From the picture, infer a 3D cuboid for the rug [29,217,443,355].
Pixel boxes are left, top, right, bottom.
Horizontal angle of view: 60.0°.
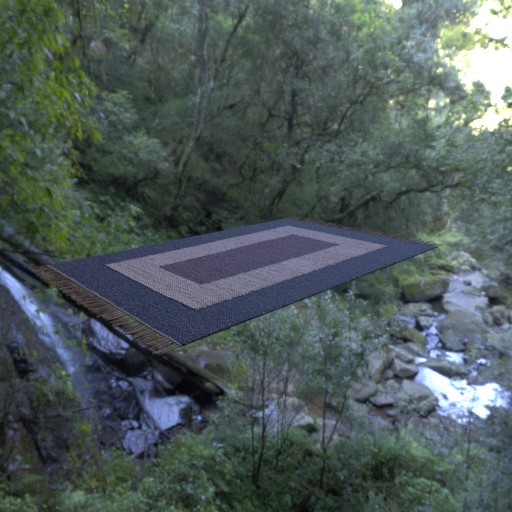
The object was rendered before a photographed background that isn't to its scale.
[{"bbox_3d":[0.000,0.000,2.467,2.021,0.027,1.224,-15,21,-41],"label":"rug"}]
